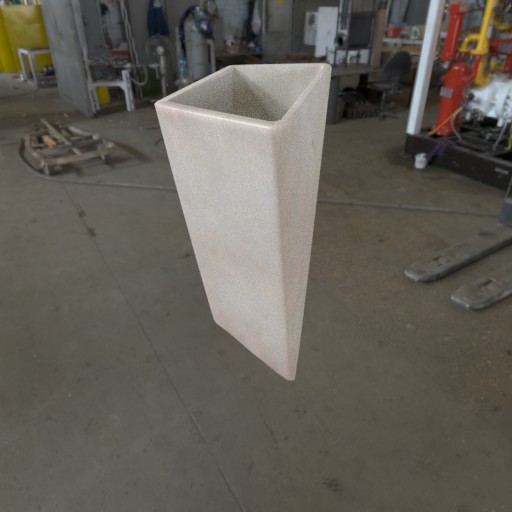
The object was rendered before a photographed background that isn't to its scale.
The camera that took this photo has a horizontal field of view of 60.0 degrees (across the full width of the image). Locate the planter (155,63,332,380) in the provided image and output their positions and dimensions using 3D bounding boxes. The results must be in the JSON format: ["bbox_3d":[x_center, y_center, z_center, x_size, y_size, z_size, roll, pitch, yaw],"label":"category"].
[{"bbox_3d":[0.000,0.000,0.267,0.060,0.197,0.150,8,32,12],"label":"planter"}]
